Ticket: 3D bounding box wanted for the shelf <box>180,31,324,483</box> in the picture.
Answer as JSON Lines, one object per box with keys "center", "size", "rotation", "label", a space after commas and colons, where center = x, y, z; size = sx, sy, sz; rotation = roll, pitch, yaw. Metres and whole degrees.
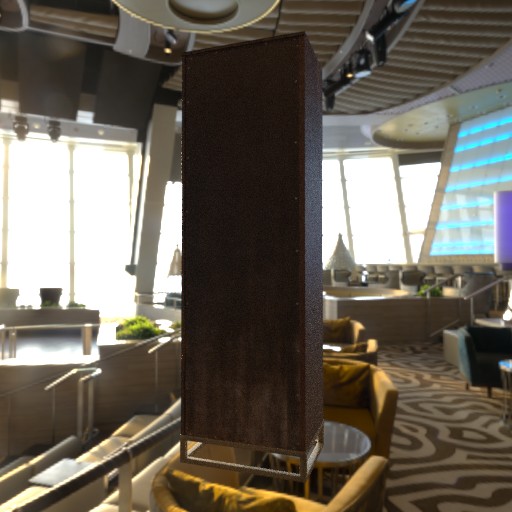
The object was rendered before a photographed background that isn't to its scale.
{"center": [0.000, 0.000, 1.971], "size": [0.539, 1.732, 0.395], "rotation": [0, -1, 19], "label": "shelf"}
